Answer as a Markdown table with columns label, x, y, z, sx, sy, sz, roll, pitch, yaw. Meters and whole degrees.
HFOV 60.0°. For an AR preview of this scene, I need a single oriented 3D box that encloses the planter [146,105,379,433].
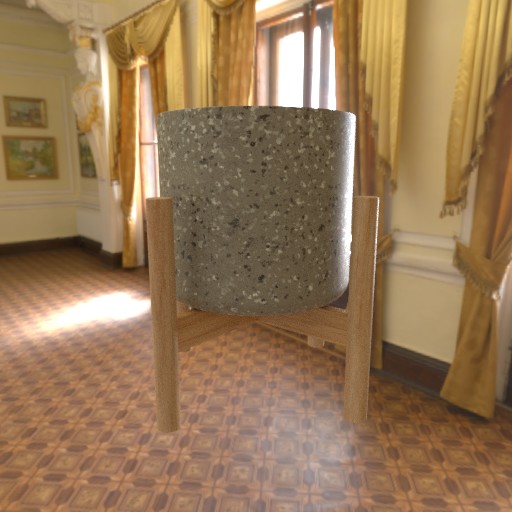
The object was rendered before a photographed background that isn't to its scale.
| label | x | y | z | sx | sy | sz | roll | pitch | yaw |
| --- | --- | --- | --- | --- | --- | --- | --- | --- | --- |
| planter | 0.000 | 0.000 | 0.537 | 0.284 | 0.320 | 0.284 | -6 | 13 | -26 |
